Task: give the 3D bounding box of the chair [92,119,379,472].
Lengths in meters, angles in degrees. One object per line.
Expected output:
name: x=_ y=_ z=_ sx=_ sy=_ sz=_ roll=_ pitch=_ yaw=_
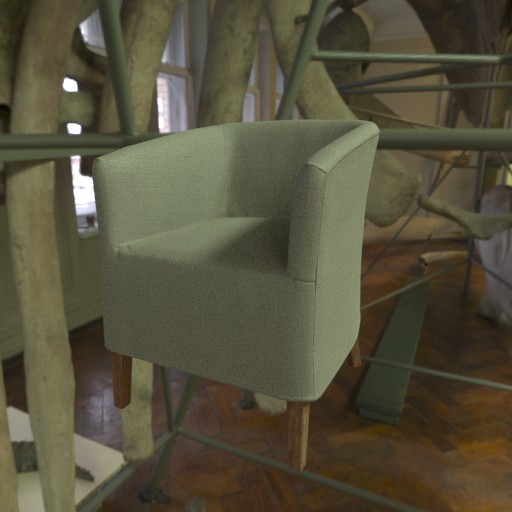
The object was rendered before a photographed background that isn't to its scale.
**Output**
chair: x=0.000 y=0.000 z=1.270 sx=0.600 sy=0.771 sz=0.668 roll=7 pitch=16 yaw=26
